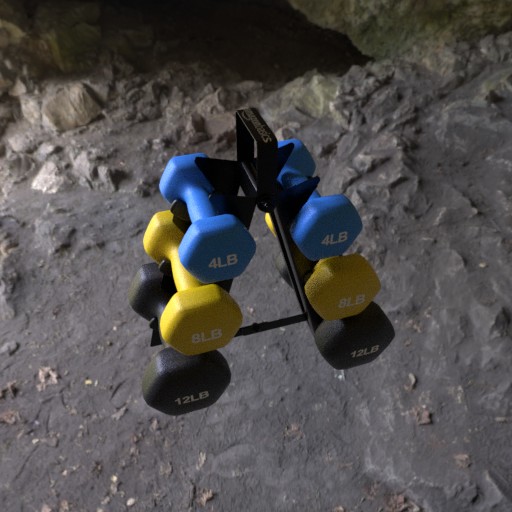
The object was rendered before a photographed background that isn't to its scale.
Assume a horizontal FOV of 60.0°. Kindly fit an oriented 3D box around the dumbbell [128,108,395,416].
[{"bbox_3d":[0.000,0.000,0.669,0.409,0.426,0.255,-12,44,-12],"label":"dumbbell"}]
